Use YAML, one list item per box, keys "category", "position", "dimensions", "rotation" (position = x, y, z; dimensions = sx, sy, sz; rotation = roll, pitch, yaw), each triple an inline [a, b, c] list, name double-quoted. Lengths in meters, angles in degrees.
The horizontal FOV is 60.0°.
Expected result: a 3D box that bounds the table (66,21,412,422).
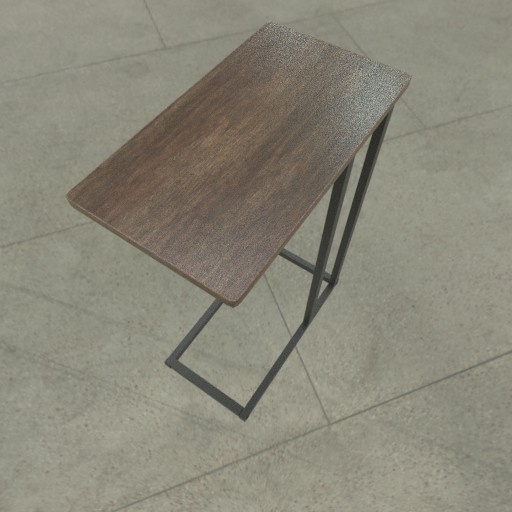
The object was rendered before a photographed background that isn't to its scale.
- category: "table"
  position: [0.000, 0.000, 0.861]
  dimensions: [0.254, 0.637, 0.450]
  rotation: [30, 63, 17]
